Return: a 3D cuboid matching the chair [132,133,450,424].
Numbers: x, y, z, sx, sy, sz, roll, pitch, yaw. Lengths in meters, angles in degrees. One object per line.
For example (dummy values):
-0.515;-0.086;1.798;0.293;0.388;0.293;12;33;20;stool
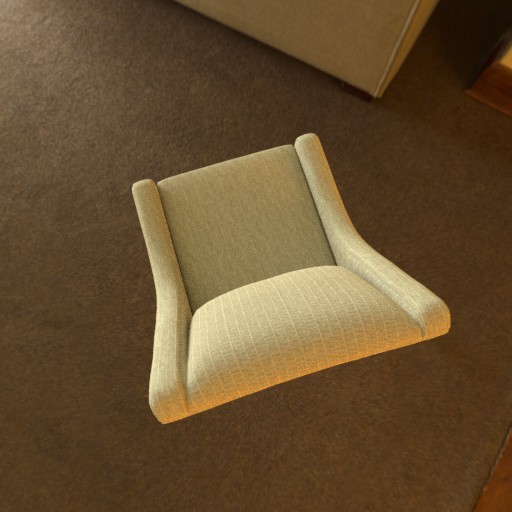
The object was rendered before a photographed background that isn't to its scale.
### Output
0.000;0.000;1.617;0.774;1.014;0.870;-17;77;-4;chair
